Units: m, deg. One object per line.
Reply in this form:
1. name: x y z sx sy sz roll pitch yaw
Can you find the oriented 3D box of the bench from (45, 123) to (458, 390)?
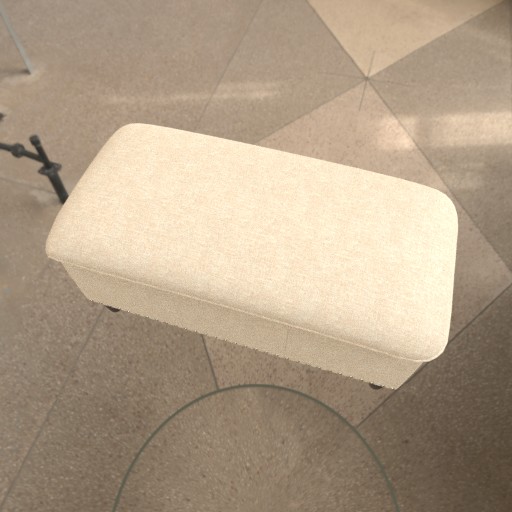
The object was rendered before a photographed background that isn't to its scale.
1. bench: 0.000 0.000 1.258 0.991 0.483 0.483 15 59 9
